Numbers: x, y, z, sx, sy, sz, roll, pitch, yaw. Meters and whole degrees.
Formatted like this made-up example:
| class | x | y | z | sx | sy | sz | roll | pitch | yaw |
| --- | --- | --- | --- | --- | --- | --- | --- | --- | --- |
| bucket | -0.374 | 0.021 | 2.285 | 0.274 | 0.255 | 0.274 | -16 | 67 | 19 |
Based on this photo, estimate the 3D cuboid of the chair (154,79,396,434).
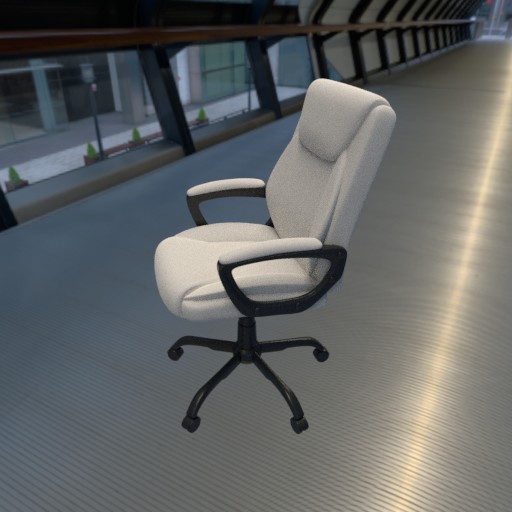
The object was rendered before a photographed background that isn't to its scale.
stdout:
| class | x | y | z | sx | sy | sz | roll | pitch | yaw |
| --- | --- | --- | --- | --- | --- | --- | --- | --- | --- |
| chair | 0.000 | 0.000 | 1.491 | 0.669 | 1.065 | 0.663 | -9 | 30 | -15 |
